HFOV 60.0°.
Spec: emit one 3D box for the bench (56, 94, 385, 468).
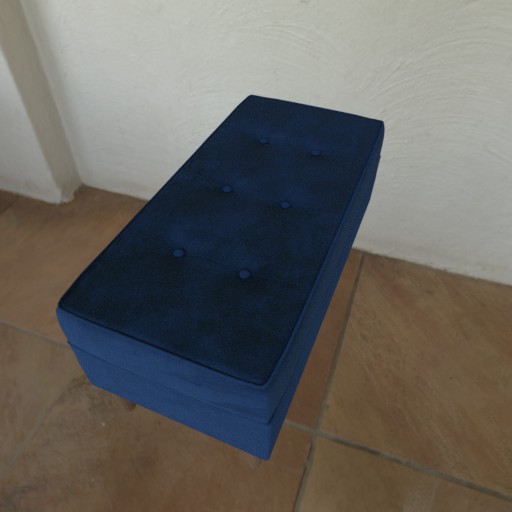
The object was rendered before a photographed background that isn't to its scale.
[{"bbox_3d":[0.000,0.000,1.295,0.489,0.467,1.010,17,49,16],"label":"bench"}]
